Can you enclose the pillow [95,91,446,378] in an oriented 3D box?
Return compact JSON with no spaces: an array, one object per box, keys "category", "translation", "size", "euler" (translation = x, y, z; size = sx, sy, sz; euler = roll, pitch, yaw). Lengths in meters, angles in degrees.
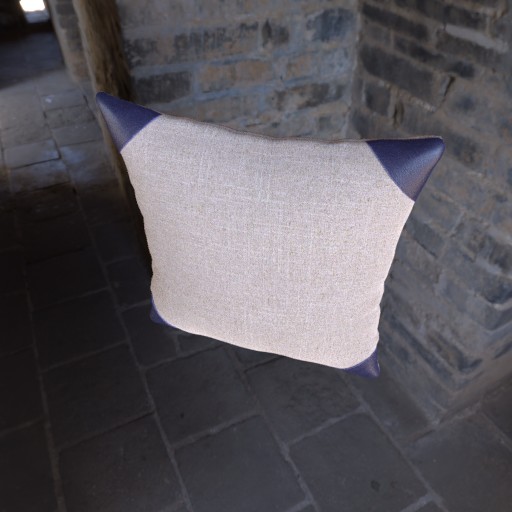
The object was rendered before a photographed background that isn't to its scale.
[{"category":"pillow","translation":[0.000,0.000,0.665],"size":[0.440,0.441,0.147],"euler":[11,42,12]}]
